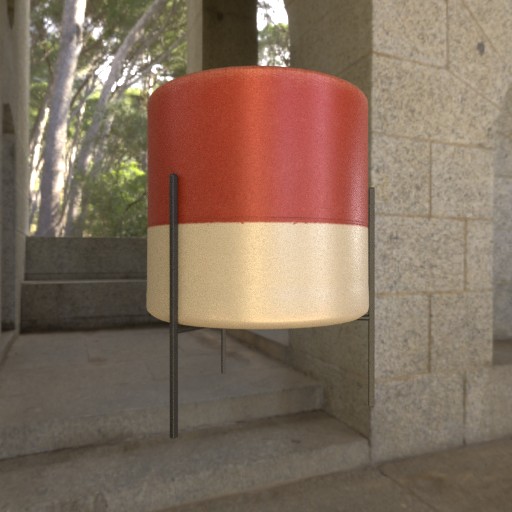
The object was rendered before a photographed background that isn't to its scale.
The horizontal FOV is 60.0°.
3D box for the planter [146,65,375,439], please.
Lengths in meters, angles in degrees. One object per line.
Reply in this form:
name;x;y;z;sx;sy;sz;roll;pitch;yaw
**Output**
planter;0.000;0.000;0.704;0.345;0.465;0.354;0;0;38
